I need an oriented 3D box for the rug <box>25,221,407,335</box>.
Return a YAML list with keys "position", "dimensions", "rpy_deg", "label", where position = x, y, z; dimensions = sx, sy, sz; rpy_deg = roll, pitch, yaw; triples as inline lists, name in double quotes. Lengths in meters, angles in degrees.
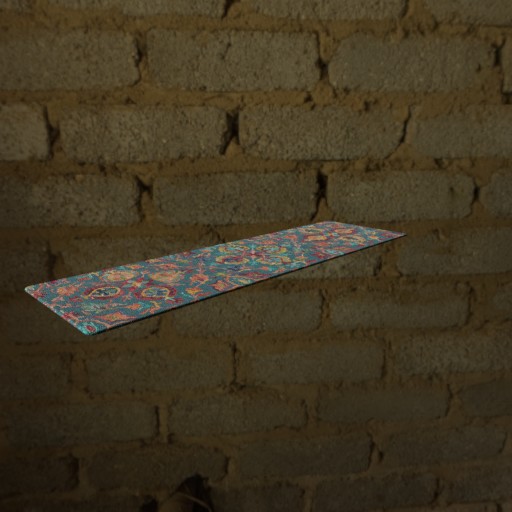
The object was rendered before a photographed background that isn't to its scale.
- position: [0.000, 0.000, 2.544]
  dimensions: [2.286, 0.013, 0.686]
  rpy_deg: [-15, 21, -42]
  label: "rug"
